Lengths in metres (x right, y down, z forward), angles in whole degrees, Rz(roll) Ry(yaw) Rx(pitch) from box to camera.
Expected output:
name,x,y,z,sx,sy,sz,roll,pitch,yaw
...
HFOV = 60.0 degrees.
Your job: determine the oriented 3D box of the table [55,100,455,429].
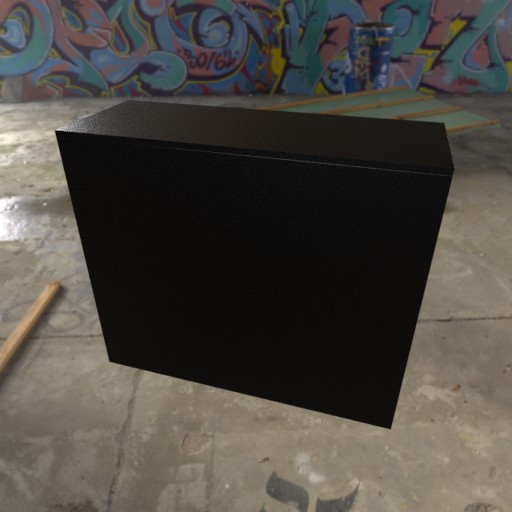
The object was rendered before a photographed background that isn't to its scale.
name,x,y,z,sx,sy,sz,roll,pitch,yaw
table,0.000,0.000,1.346,0.930,0.790,0.380,9,33,14
